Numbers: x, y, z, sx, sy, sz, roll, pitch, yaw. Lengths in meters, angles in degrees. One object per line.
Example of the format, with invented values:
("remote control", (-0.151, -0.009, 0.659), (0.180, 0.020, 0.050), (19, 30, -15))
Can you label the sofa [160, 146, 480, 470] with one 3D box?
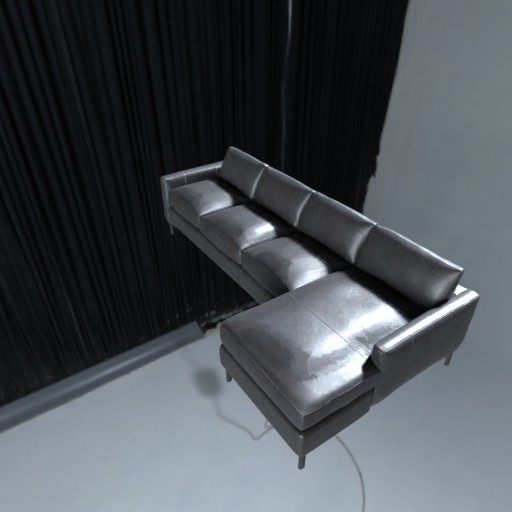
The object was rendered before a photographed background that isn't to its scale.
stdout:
("sofa", (0.000, 0.000, 3.641), (1.471, 0.859, 2.993), (-21, 38, -28))
